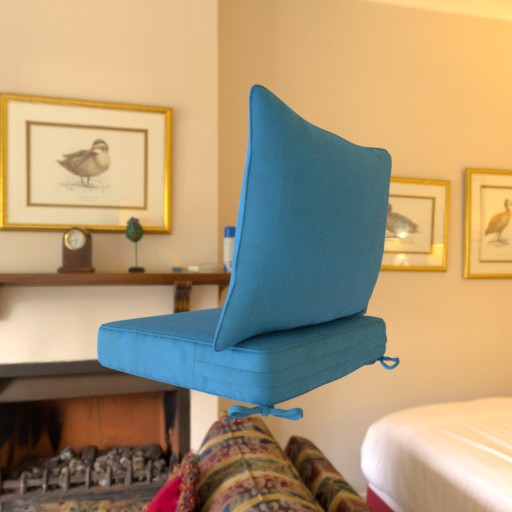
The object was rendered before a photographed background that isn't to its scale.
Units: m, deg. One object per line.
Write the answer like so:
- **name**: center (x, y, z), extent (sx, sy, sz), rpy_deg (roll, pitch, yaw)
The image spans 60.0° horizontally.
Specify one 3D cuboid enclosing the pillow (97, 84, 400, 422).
- **pillow**: center (0.000, 0.000, 1.392), extent (0.733, 0.725, 0.798), rpy_deg (0, 0, 38)
